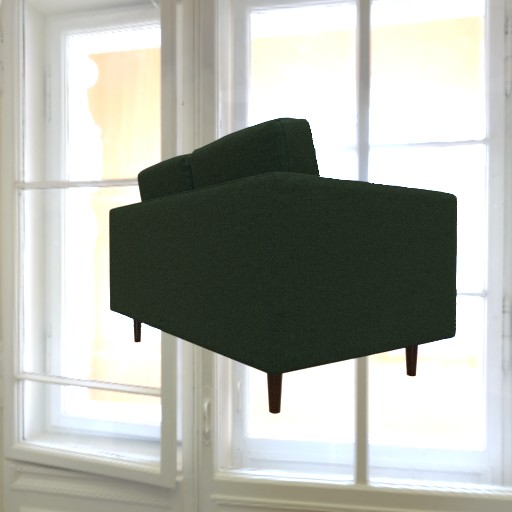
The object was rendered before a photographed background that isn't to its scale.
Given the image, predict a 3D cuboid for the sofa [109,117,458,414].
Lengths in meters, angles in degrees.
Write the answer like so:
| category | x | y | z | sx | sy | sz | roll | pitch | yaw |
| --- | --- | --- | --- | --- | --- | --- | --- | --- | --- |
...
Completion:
| category | x | y | z | sx | sy | sz | roll | pitch | yaw |
| --- | --- | --- | --- | --- | --- | --- | --- | --- | --- |
| sofa | 0.000 | 0.000 | 1.972 | 0.879 | 0.899 | 1.430 | -1 | 2 | -35 |
